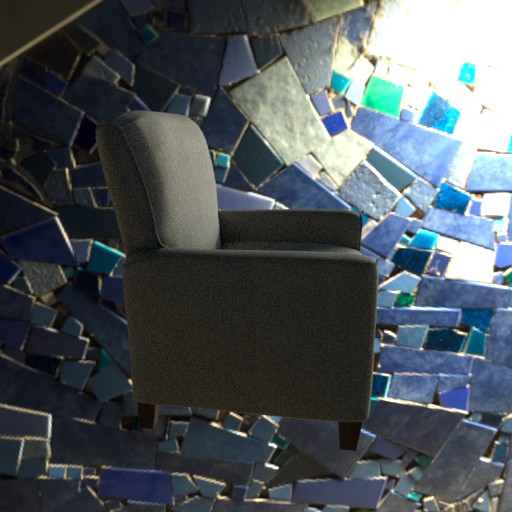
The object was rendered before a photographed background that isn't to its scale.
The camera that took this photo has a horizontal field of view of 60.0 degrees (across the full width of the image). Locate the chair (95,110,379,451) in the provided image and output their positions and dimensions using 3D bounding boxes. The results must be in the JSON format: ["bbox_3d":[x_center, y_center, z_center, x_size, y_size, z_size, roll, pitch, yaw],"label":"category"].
[{"bbox_3d":[0.000,0.000,1.654,0.858,1.028,0.841,2,16,9],"label":"chair"}]
